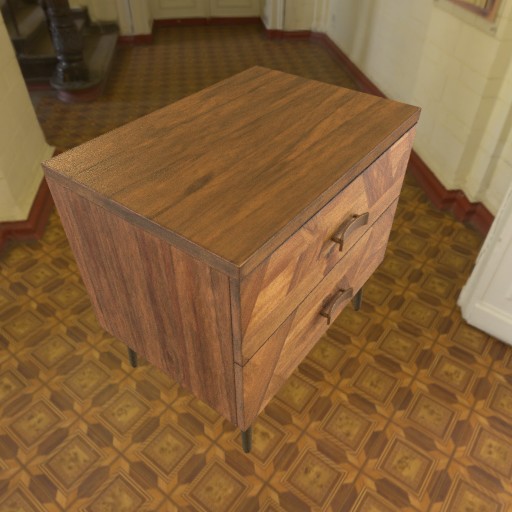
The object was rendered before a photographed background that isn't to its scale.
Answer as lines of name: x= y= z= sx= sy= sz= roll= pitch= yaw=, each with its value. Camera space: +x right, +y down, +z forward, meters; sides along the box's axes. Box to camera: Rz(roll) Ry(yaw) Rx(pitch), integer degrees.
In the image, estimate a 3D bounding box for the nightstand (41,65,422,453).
nightstand: x=0.000 y=0.000 z=1.034 sx=0.458 sy=0.610 sz=0.610 roll=27 pitch=48 yaw=27
